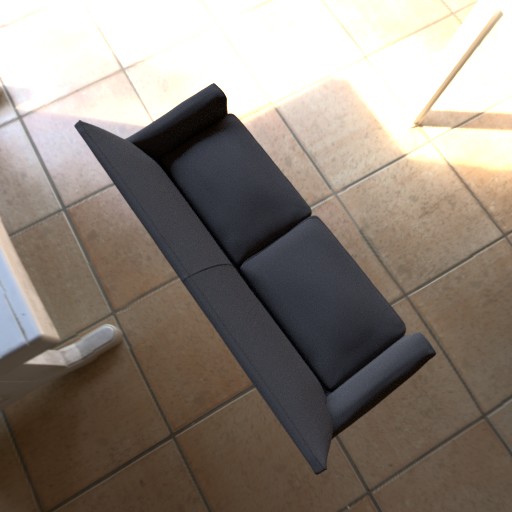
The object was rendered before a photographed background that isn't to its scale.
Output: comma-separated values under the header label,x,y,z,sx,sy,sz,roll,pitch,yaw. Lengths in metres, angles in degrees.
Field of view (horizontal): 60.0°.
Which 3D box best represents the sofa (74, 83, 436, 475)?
label,x,y,z,sx,sy,sz,roll,pitch,yaw
sofa,0.000,0.000,2.496,0.843,0.907,2.002,-35,77,-9
